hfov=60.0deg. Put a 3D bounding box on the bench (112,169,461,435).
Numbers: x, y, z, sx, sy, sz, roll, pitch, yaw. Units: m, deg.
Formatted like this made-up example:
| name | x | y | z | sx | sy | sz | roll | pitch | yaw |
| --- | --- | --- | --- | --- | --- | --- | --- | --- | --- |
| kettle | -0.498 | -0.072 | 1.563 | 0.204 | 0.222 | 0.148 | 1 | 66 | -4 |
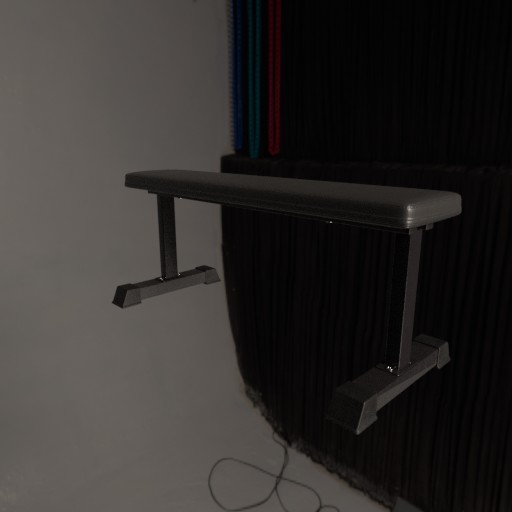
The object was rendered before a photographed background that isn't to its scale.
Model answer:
| name | x | y | z | sx | sy | sz | roll | pitch | yaw |
| --- | --- | --- | --- | --- | --- | --- | --- | --- | --- |
| bench | 0.000 | 0.000 | 1.308 | 0.439 | 0.453 | 1.072 | -14 | 20 | -43 |
